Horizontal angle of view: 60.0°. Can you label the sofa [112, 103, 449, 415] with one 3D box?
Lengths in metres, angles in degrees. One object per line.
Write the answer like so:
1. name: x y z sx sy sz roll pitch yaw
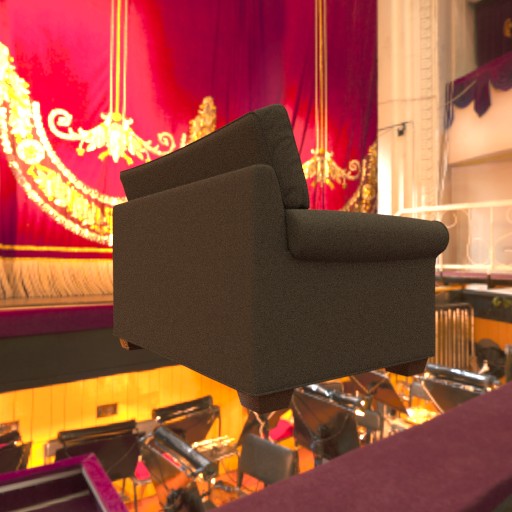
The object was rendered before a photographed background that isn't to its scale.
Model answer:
1. sofa: 0.000 0.000 2.067 0.940 0.953 1.410 0 0 -36
